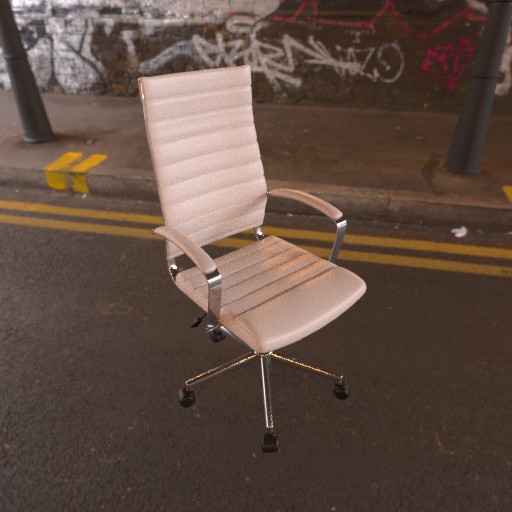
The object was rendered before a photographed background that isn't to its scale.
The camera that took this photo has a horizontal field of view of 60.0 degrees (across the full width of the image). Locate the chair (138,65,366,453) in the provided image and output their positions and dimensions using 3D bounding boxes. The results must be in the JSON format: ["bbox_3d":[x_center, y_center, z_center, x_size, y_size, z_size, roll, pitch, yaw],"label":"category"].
[{"bbox_3d":[0.000,0.000,1.557,0.679,1.149,0.679,-23,38,-33],"label":"chair"}]
